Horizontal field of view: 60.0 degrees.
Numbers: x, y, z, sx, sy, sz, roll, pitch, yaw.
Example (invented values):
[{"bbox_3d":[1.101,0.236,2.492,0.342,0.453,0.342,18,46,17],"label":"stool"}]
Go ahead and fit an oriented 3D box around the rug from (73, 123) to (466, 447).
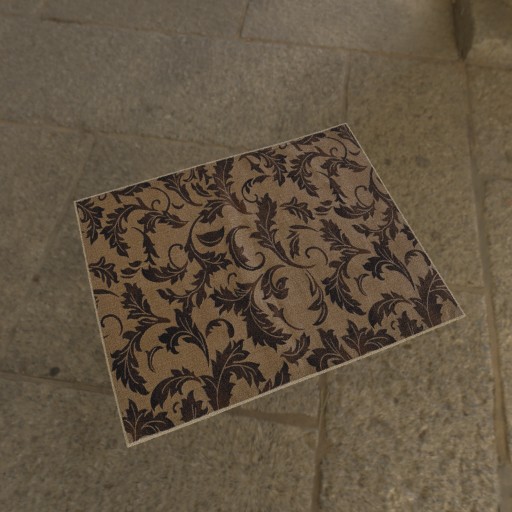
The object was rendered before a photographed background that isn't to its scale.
[{"bbox_3d":[0.000,0.000,4.075,2.977,0.008,2.380,-18,64,-9],"label":"rug"}]
